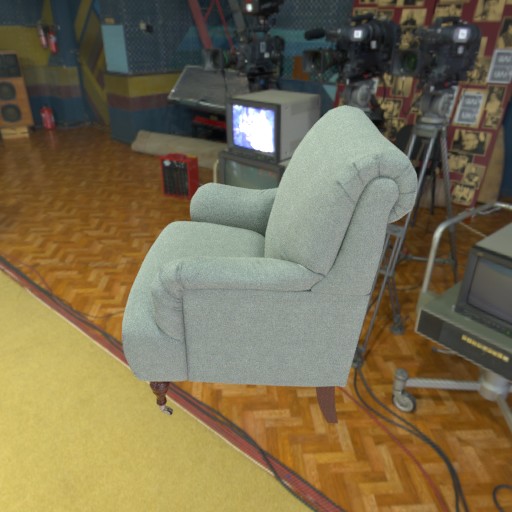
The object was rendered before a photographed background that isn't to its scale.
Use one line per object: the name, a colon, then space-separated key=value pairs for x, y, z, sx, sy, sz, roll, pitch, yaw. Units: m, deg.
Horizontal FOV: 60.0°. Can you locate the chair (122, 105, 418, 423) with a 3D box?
chair: x=0.000 y=0.000 z=2.000 sx=1.060 sy=1.178 sz=0.964 roll=1 pitch=28 yaw=2
